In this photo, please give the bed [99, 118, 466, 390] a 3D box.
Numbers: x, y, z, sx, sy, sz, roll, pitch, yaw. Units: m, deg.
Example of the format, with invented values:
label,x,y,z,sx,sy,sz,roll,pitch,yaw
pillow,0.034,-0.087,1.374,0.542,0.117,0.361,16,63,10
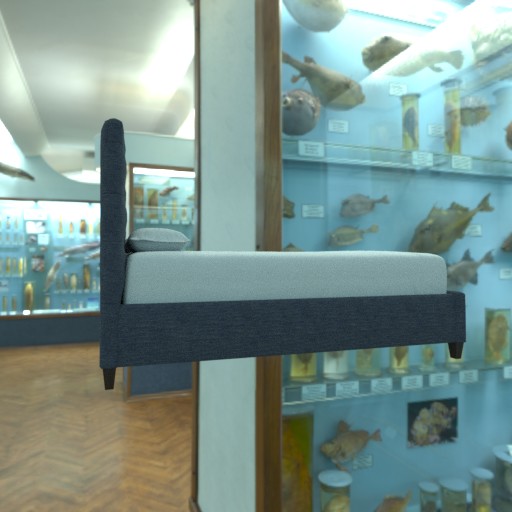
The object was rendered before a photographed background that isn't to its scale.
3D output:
label,x,y,z,sx,sy,sz,roll,pitch,yaw
bed,0.000,0.000,3.640,2.387,1.427,2.078,0,-1,-18
